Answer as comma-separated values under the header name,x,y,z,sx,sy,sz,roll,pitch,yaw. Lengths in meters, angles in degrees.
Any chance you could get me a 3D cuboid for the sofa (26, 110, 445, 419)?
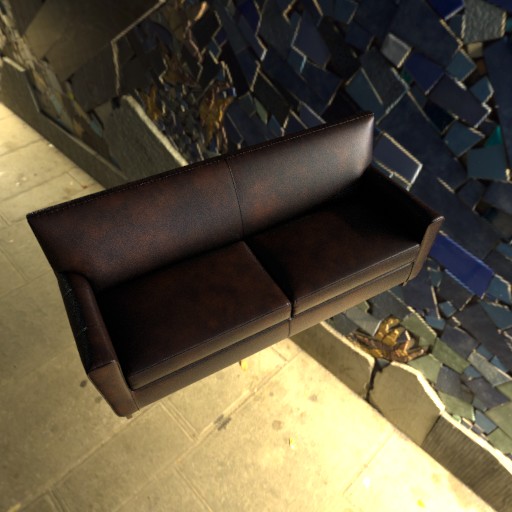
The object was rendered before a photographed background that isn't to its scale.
name,x,y,z,sx,sy,sz,roll,pitch,yaw
sofa,0.000,0.000,2.439,1.995,0.871,0.786,-22,50,-20
